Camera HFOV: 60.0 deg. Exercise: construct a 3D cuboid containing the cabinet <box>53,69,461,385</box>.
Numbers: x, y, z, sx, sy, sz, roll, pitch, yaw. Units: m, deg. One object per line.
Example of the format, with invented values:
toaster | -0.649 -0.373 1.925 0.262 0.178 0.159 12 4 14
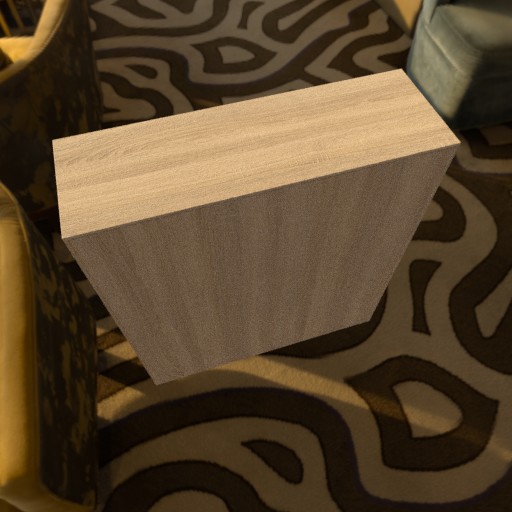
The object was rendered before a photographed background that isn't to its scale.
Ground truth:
cabinet | 0.000 0.000 3.003 1.870 2.060 0.620 -15 59 -9
